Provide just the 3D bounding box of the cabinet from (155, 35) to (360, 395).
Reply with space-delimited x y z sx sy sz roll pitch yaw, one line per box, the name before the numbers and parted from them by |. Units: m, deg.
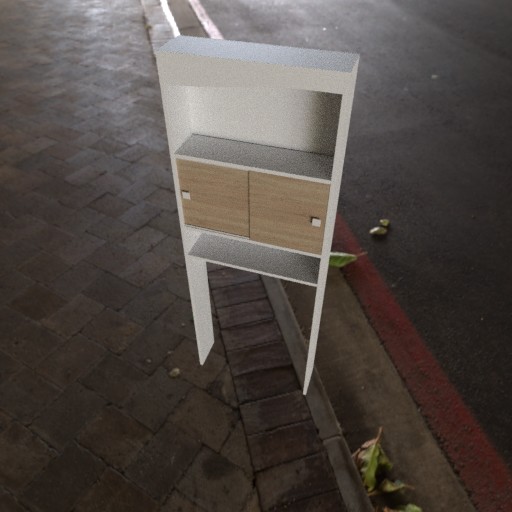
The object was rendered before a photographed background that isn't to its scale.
cabinet | 0.000 0.000 2.027 0.643 1.770 0.192 13 43 14
